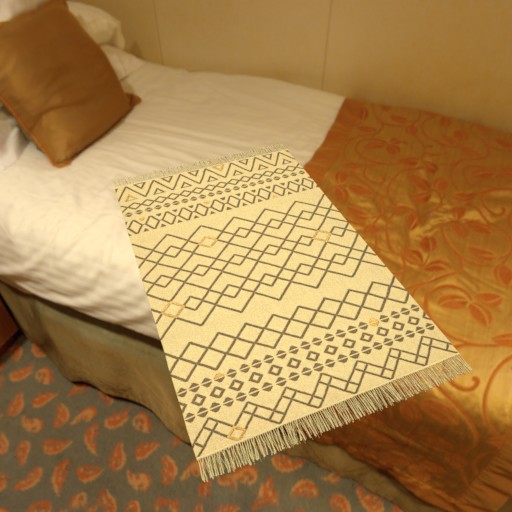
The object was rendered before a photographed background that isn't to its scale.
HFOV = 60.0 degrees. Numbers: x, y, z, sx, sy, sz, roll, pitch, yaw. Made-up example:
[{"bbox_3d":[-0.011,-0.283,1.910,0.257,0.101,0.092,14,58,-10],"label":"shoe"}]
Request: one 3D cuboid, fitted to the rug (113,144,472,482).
[{"bbox_3d":[0.000,0.000,2.947,1.495,0.035,2.472,-16,47,-15],"label":"rug"}]
